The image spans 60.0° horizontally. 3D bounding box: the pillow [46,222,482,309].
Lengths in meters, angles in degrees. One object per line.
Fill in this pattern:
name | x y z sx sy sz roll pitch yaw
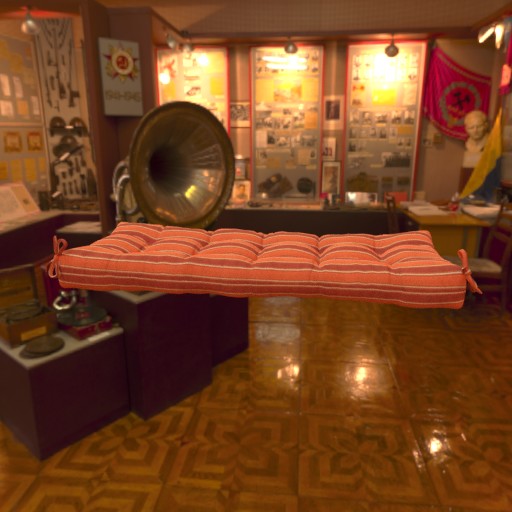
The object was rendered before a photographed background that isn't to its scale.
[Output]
pillow | 0.000 0.000 1.363 1.194 0.174 0.511 2 16 8
